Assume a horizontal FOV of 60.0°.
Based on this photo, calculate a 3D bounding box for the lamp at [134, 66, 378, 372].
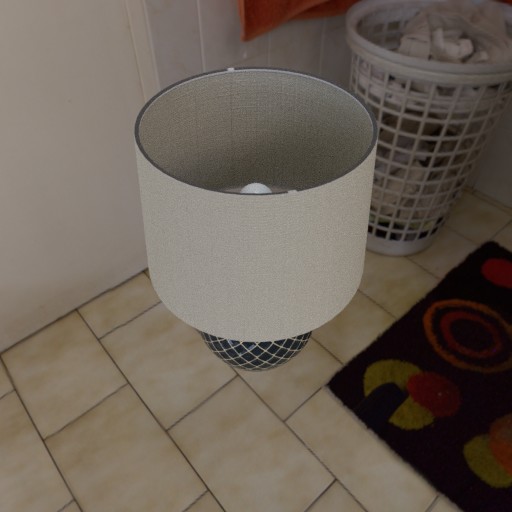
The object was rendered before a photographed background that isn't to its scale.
[{"bbox_3d":[0.000,0.000,0.795,0.376,0.540,0.376,0,47,0],"label":"lamp"}]
